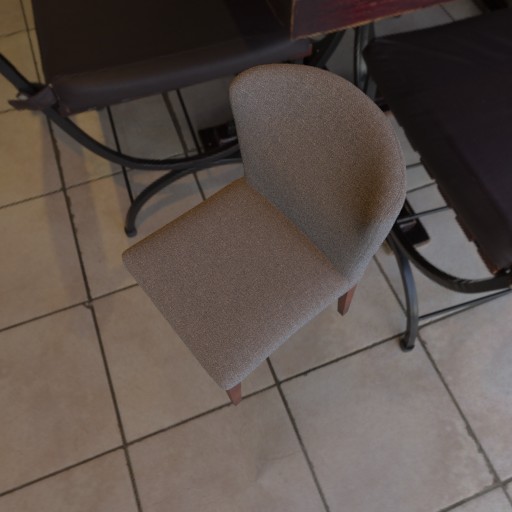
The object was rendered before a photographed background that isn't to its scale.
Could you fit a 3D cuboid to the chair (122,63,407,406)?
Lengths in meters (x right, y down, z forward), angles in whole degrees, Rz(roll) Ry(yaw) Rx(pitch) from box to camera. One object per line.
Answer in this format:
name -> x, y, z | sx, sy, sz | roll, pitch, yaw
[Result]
chair -> 0.000, 0.000, 1.225 | 0.589, 0.839, 0.491 | -37, 69, -17
